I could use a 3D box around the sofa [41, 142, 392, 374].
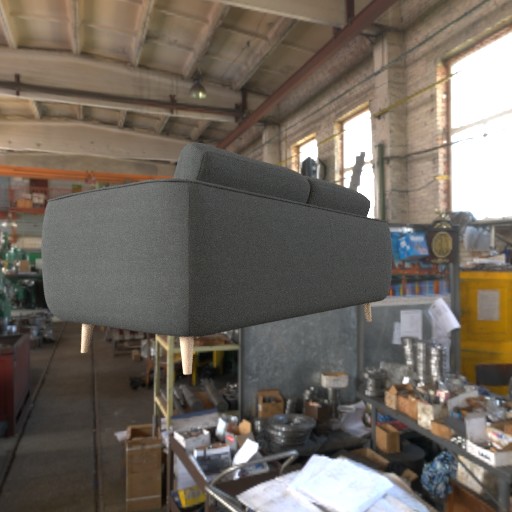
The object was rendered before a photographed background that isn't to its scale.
[{"bbox_3d":[0.000,0.000,2.425,0.920,0.850,2.000,-1,-1,36],"label":"sofa"}]
